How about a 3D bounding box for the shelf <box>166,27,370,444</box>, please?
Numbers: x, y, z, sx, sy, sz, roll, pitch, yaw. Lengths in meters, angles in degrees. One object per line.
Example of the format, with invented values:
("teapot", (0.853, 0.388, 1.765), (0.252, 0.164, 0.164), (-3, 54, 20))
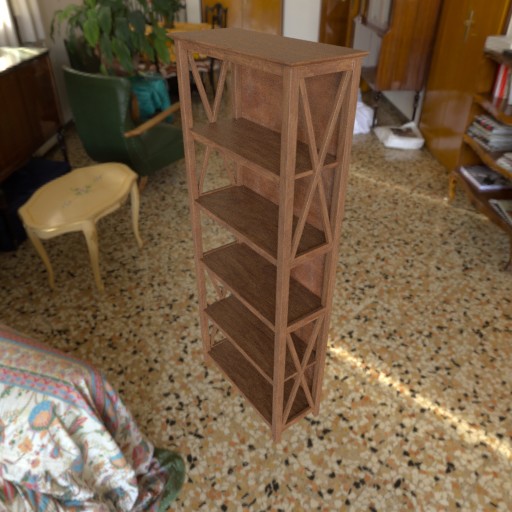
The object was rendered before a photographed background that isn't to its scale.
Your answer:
("shelf", (0.000, 0.000, 2.166), (0.335, 1.905, 0.805), (-22, 39, -30))
